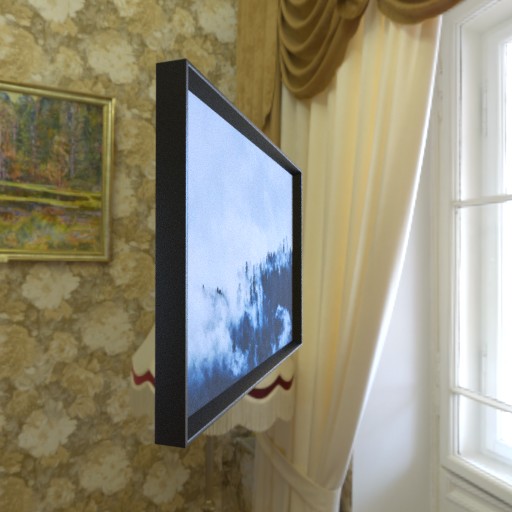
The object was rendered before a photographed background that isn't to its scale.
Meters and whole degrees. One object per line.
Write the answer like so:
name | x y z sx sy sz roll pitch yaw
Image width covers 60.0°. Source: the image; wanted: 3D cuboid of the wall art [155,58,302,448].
wall art | 0.000 0.000 1.182 0.058 0.640 0.939 0 -1 18
